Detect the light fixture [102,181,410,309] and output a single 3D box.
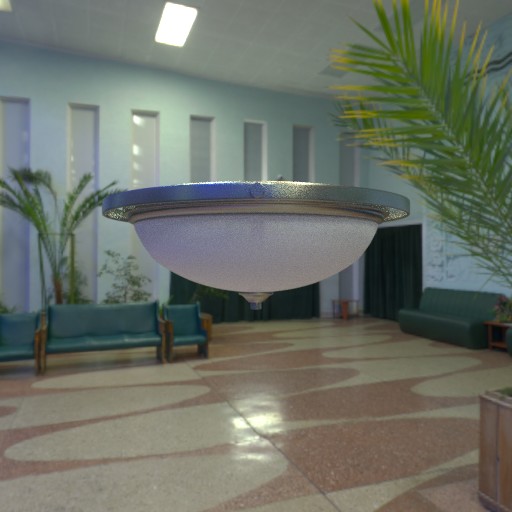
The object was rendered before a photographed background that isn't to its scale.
[{"bbox_3d":[0.000,0.000,0.549,0.361,0.130,0.361,0,0,0],"label":"light fixture"}]
